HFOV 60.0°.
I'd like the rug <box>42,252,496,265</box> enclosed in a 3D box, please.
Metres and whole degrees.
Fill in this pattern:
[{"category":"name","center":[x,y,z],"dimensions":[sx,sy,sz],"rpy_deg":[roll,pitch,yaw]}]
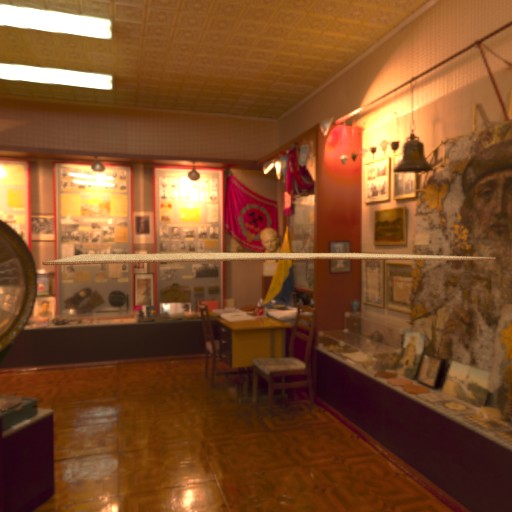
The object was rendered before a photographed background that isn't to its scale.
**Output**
[{"category":"rug","center":[0.000,0.000,2.872],"dimensions":[2.283,0.030,1.596],"rpy_deg":[0,1,-16]}]
